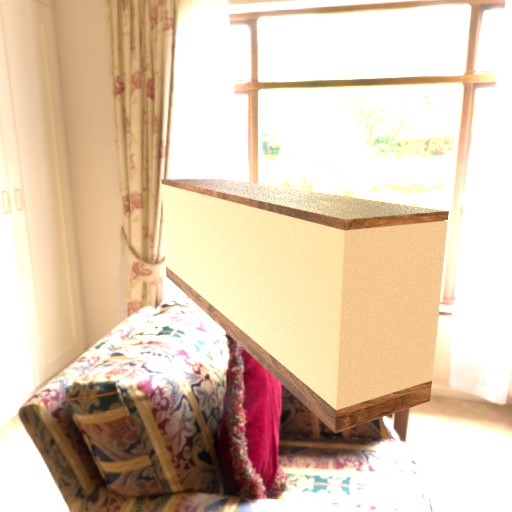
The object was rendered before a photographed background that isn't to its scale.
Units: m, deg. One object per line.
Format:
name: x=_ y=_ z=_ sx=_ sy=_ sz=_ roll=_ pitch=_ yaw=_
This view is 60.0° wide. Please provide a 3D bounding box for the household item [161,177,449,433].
household item: x=0.000 y=0.000 z=2.062 sx=0.390 sy=0.615 sz=1.800 roll=-7 pitch=15 yaw=-26
